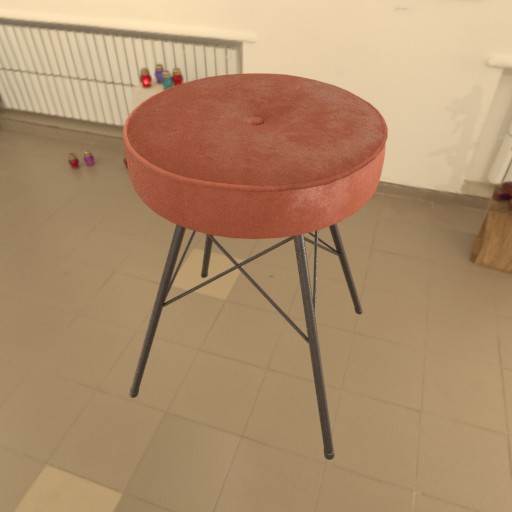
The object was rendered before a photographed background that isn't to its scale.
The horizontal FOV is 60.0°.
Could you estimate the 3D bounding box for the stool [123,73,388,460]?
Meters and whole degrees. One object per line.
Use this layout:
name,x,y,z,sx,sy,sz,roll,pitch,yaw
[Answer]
stool,0.000,0.000,0.876,0.457,0.593,0.421,12,43,14
